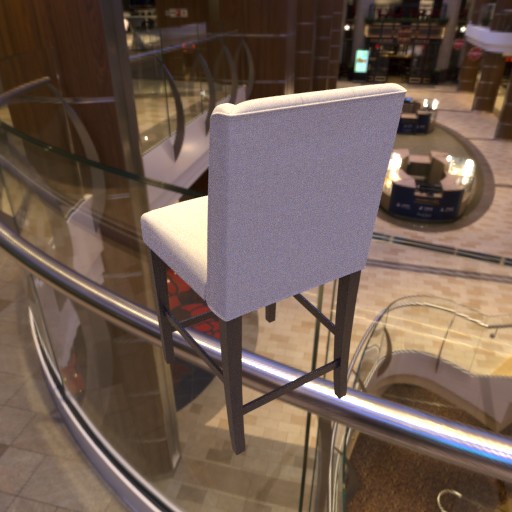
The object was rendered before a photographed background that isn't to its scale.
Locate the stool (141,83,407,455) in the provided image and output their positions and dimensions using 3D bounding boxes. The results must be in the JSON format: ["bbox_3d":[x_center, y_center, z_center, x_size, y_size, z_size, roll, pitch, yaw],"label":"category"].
[{"bbox_3d":[0.000,0.000,1.232,0.474,0.939,0.509,-18,34,-28],"label":"stool"}]
